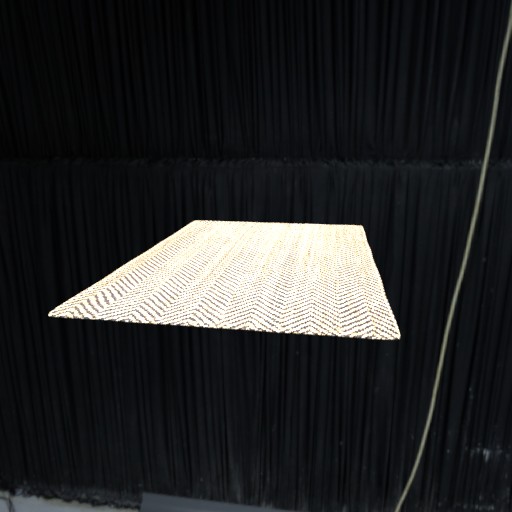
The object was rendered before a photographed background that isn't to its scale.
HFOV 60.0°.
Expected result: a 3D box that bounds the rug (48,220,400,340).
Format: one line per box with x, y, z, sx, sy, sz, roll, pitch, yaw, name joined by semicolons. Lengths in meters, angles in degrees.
0.000;0.000;2.341;1.219;0.008;1.828;2;15;9;rug
